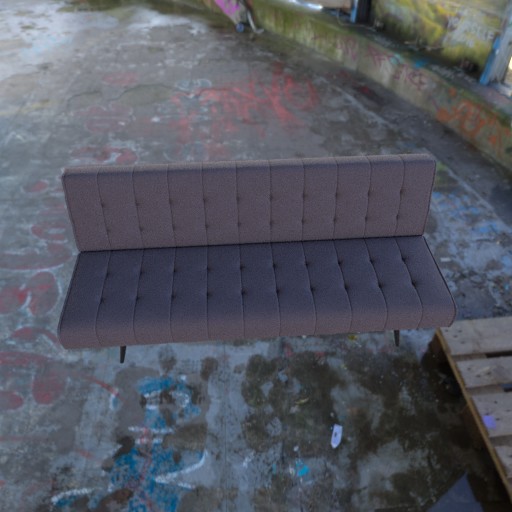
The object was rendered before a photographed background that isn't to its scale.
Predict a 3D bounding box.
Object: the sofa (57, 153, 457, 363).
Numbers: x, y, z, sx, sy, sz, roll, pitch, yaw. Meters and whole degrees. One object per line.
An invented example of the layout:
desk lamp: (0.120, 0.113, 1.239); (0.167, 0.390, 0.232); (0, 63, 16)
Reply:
sofa: (0.000, 0.000, 2.104); (1.703, 0.699, 0.747); (-3, 46, -3)
